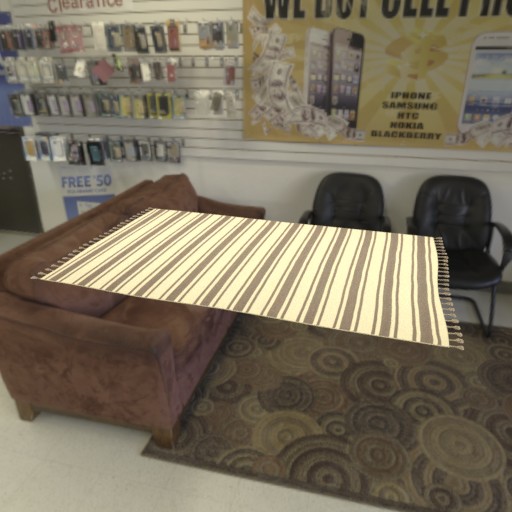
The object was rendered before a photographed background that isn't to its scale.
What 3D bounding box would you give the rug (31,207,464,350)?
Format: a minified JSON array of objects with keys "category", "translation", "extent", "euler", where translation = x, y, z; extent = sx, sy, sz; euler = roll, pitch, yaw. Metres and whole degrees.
[{"category":"rug","translation":[0.000,0.000,2.537],"extent":[2.096,0.011,1.229],"euler":[7,25,16]}]
